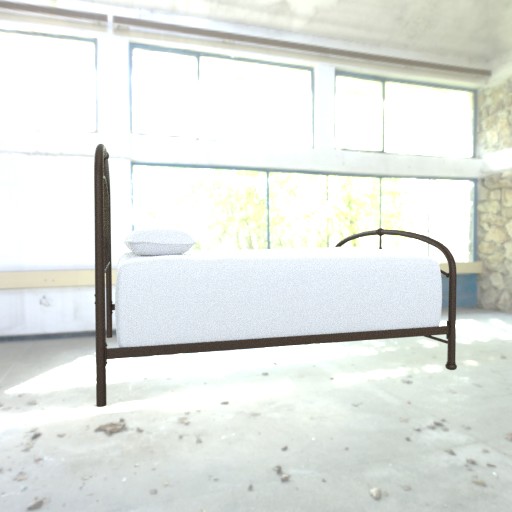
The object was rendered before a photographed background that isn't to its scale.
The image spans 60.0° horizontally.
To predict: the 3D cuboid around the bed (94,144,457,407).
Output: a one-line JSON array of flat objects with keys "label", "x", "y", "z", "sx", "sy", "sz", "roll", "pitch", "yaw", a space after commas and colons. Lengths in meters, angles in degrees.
[{"label": "bed", "x": 0.000, "y": 0.000, "z": 3.292, "sx": 2.180, "sy": 1.425, "sz": 1.711, "roll": -1, "pitch": 2, "yaw": -17}]
